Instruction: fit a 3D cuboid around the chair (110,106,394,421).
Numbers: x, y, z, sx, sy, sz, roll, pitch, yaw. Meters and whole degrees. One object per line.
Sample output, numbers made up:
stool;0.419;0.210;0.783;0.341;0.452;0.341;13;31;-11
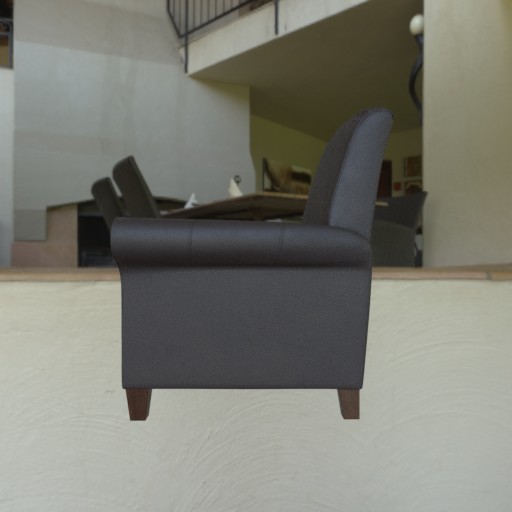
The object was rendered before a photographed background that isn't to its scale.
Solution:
chair;0.000;0.000;1.788;0.902;1.061;0.978;0;0;-1
